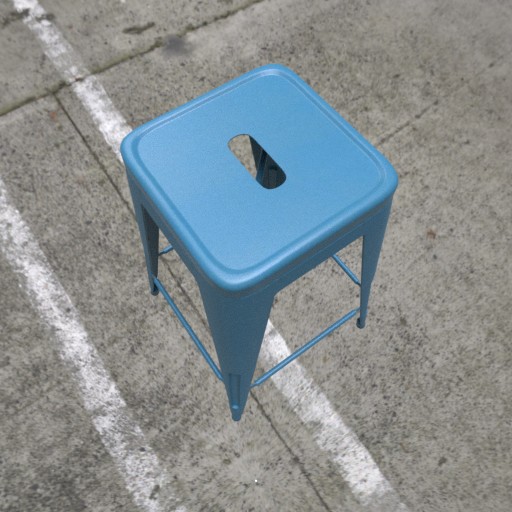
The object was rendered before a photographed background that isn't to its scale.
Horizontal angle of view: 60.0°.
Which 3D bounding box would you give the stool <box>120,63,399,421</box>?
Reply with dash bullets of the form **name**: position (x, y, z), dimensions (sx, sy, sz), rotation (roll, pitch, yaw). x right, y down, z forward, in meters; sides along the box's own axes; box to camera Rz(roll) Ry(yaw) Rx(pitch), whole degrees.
- **stool**: position (0.000, 0.000, 0.895), dimensions (0.410, 0.608, 0.410), rotation (-32, 68, -15)
